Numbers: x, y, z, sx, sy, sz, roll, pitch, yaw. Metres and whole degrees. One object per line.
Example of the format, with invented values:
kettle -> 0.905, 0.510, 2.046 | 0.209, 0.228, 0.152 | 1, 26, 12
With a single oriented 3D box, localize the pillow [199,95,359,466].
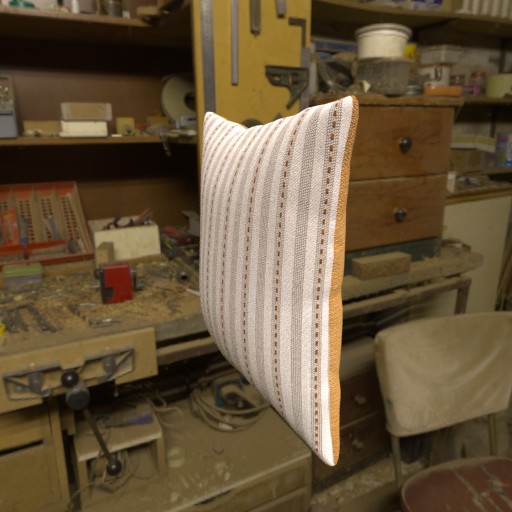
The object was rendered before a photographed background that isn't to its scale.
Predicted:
pillow -> 0.000, 0.000, 0.673 | 0.147, 0.437, 0.432 | -8, 18, -25
